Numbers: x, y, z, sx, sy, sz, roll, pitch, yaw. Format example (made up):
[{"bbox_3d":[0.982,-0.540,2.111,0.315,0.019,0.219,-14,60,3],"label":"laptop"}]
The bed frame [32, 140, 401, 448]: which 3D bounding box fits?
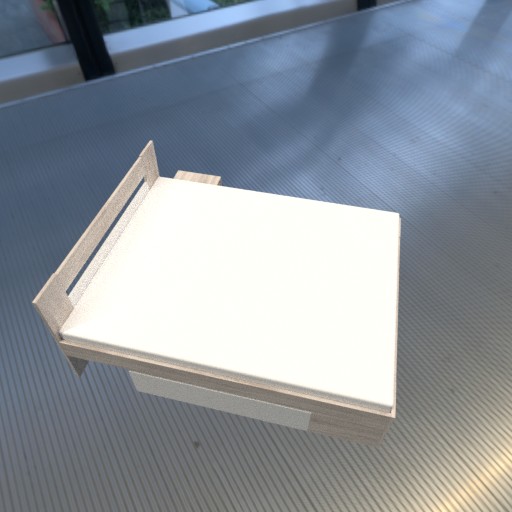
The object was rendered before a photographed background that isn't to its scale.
[{"bbox_3d":[0.000,0.000,3.270,2.050,0.860,2.040,10,48,9],"label":"bed frame"}]
